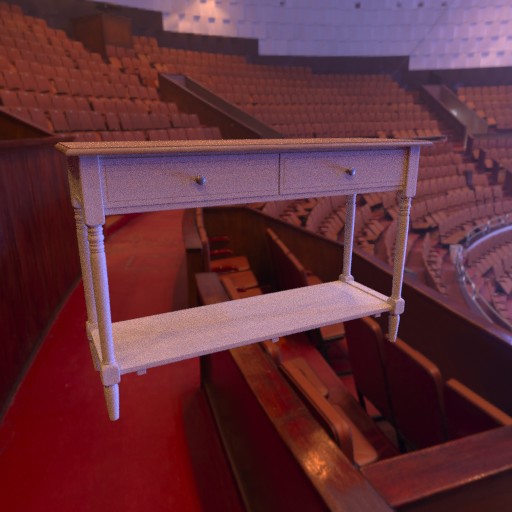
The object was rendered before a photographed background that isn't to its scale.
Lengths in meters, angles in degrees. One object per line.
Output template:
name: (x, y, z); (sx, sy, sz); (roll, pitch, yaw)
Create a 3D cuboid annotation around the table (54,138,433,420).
table: (0.000, 0.000, 1.598); (1.219, 0.800, 0.399); (-8, 18, -26)
